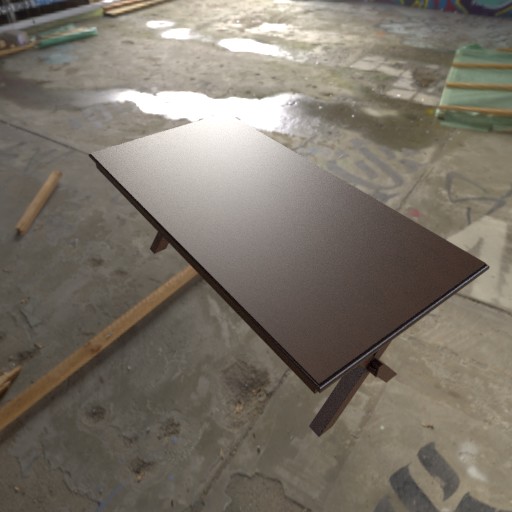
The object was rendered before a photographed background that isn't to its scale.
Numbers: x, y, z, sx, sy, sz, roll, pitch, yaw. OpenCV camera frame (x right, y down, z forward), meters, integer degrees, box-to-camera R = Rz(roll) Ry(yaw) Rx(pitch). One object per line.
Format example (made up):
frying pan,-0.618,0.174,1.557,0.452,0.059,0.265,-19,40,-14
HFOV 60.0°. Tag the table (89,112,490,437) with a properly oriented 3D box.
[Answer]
table,0.000,0.000,1.504,0.594,0.459,1.197,-26,47,-27
